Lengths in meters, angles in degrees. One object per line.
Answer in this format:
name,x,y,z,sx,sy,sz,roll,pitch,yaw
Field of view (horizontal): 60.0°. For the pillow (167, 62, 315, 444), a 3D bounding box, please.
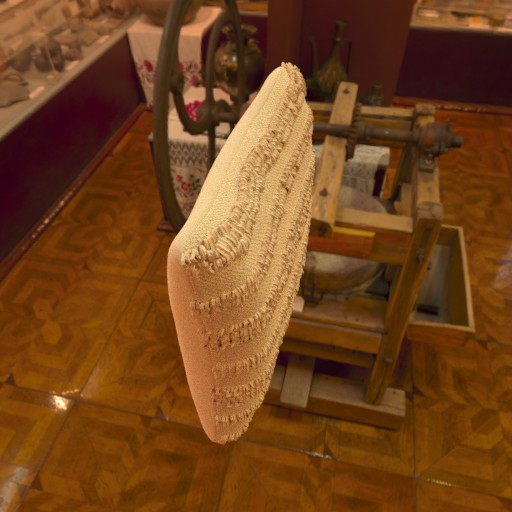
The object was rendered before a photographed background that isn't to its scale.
pillow,0.000,0.000,0.671,0.145,0.427,0.437,11,47,10
